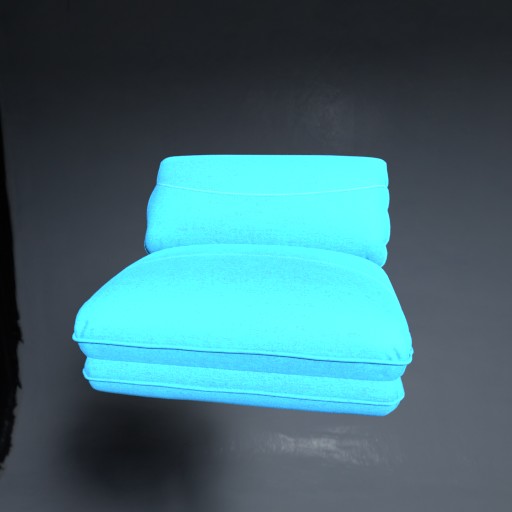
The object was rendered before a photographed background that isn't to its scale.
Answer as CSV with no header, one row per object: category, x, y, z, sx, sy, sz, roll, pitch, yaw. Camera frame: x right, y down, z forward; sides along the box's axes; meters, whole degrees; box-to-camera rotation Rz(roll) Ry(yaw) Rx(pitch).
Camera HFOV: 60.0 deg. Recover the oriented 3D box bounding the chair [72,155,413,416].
chair,0.000,0.000,1.336,0.820,0.580,0.780,2,14,9
